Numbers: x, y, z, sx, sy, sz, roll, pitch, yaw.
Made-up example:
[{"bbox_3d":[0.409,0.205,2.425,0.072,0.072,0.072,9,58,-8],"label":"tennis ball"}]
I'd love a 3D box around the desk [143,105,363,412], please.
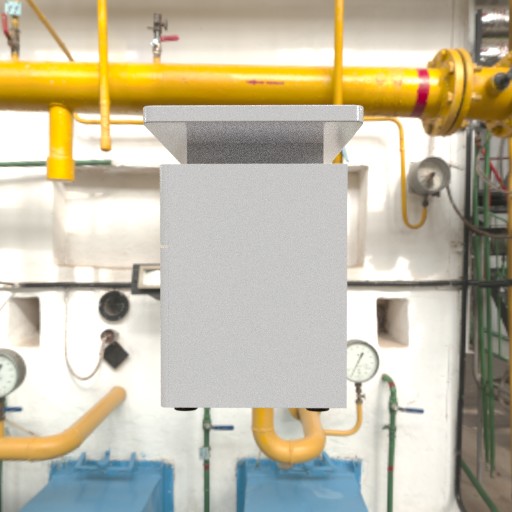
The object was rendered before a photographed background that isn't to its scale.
[{"bbox_3d":[0.000,0.000,1.787,0.550,0.762,1.400,0,1,1],"label":"desk"}]
